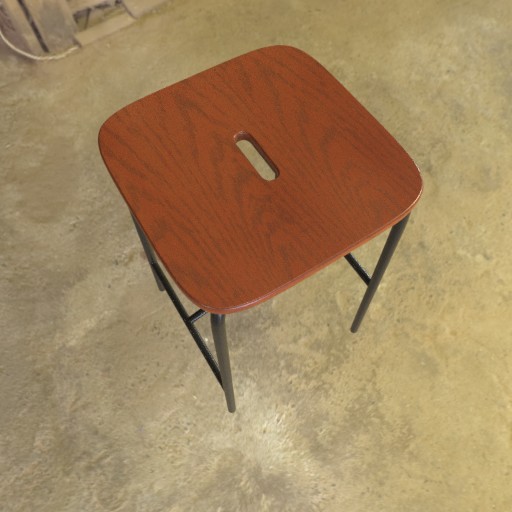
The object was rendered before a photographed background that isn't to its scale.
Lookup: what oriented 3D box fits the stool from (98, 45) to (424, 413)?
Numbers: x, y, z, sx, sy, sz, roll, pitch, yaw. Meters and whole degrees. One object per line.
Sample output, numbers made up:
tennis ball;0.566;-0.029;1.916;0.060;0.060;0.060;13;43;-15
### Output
stool;0.000;0.000;0.869;0.376;0.610;0.376;-29;67;-14
